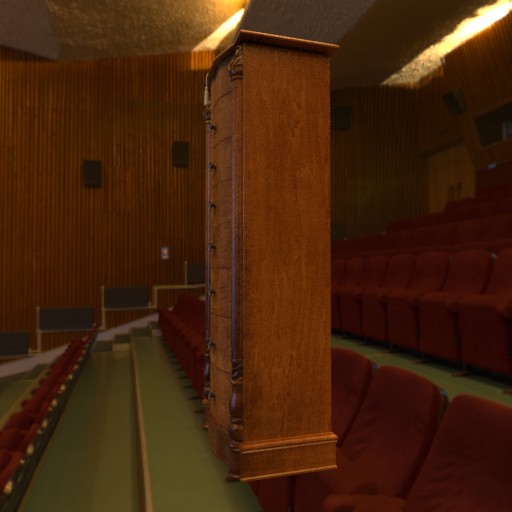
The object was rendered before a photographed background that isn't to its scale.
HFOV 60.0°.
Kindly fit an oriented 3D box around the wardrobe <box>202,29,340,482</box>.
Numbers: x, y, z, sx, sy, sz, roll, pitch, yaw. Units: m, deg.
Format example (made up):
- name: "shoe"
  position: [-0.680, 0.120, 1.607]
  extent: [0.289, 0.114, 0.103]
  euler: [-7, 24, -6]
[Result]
- name: "wardrobe"
  position: [0.000, 0.000, 1.151]
  extent: [0.273, 0.959, 0.406]
  euler: [0, -2, -17]
